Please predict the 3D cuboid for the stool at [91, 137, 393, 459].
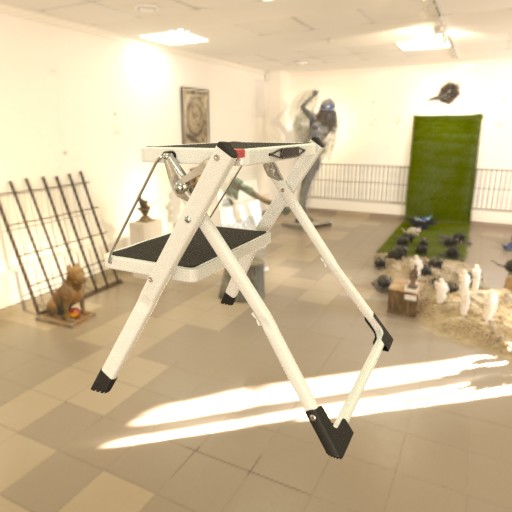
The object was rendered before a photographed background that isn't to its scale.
[{"bbox_3d":[0.000,0.000,0.868,0.490,0.445,0.485,8,18,25],"label":"stool"}]
